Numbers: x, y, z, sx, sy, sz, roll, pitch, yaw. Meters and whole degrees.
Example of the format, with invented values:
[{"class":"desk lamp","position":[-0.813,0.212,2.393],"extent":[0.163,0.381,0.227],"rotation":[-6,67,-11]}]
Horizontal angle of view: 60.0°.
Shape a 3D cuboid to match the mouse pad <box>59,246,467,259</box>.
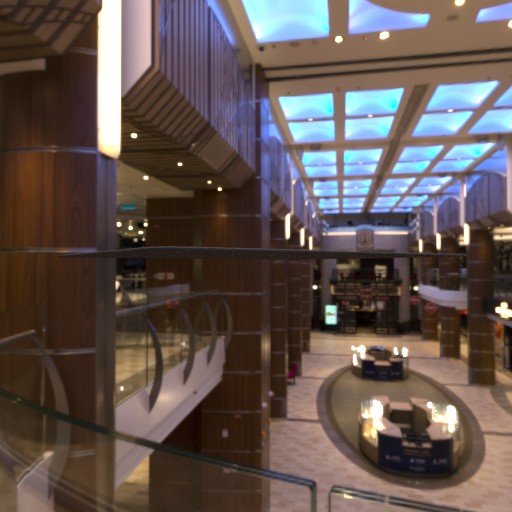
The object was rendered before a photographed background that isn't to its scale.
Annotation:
[{"class":"mouse pad","position":[0.000,0.000,0.433],"extent":[0.315,0.002,0.269],"rotation":[1,-2,-35]}]
